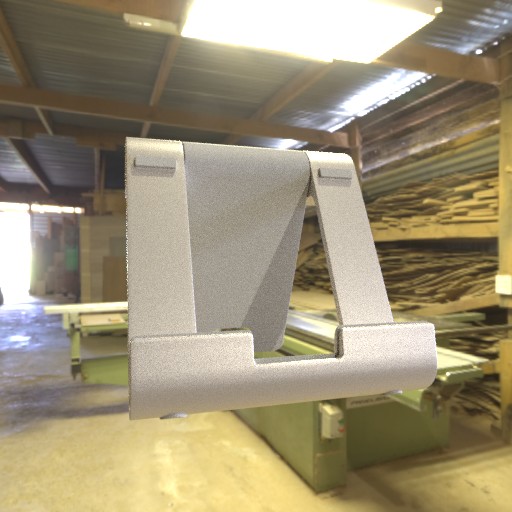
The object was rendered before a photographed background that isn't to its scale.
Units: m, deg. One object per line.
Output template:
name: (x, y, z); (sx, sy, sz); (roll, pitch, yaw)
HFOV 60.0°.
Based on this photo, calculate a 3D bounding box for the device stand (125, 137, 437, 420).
device stand: (0.000, 0.000, 0.154); (0.086, 0.084, 0.079); (0, 0, -17)
